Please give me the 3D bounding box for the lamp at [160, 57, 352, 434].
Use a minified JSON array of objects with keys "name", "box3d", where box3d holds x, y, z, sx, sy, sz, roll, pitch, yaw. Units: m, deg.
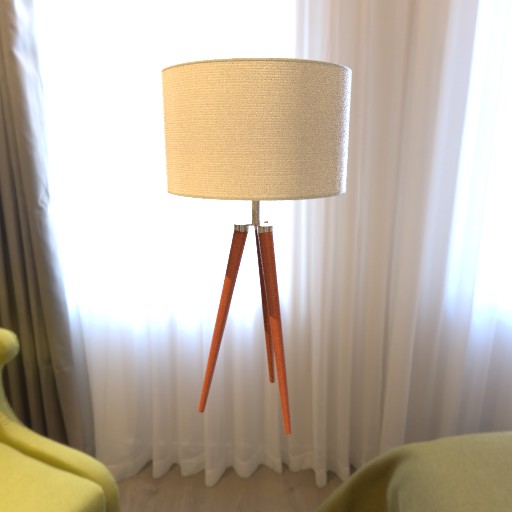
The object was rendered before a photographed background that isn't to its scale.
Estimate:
[{"name":"lamp","box3d":[0.000,0.000,0.926,0.355,0.709,0.354,-8,16,-27]}]
